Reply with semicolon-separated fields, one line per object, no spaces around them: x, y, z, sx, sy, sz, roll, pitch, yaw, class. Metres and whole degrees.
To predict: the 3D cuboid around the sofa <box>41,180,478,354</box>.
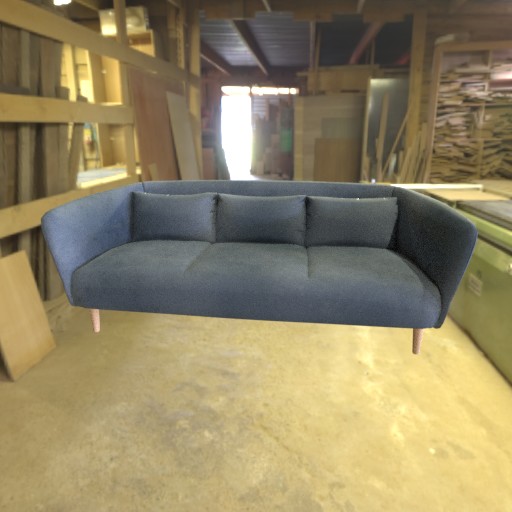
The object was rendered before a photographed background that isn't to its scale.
0.000;0.000;2.543;2.095;0.795;0.849;2;15;9;sofa
